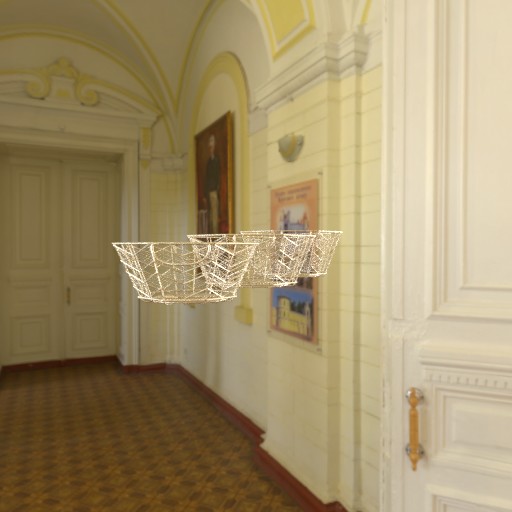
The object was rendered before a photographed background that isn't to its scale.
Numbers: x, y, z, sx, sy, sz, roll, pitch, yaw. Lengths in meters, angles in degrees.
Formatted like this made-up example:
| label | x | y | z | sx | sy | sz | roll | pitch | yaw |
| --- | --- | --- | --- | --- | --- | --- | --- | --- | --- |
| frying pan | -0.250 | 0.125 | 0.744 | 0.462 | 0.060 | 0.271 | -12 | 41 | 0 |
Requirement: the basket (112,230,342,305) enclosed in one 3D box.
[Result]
| label | x | y | z | sx | sy | sz | roll | pitch | yaw |
| --- | --- | --- | --- | --- | --- | --- | --- | --- | --- |
| basket | 0.000 | 0.000 | 1.416 | 0.432 | 0.178 | 1.246 | 0 | 1 | 19 |
